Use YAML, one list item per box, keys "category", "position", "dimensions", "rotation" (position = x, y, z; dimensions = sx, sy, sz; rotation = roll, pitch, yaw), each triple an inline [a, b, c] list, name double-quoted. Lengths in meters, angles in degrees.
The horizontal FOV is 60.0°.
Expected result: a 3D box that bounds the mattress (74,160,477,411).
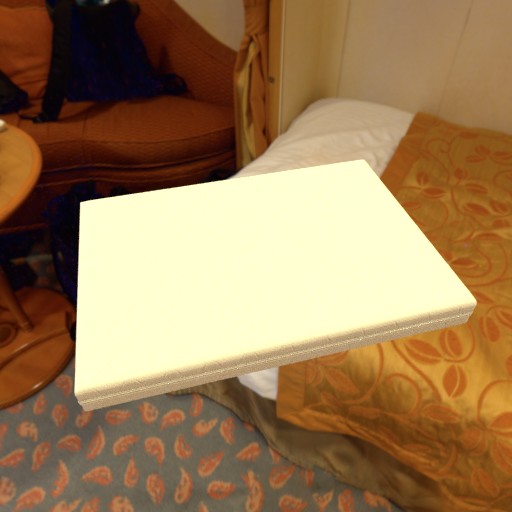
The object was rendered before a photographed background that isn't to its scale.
- category: "mattress"
  position: [0.000, 0.000, 2.624]
  dimensions: [2.000, 0.200, 1.400]
  rotation: [-10, 46, -10]
